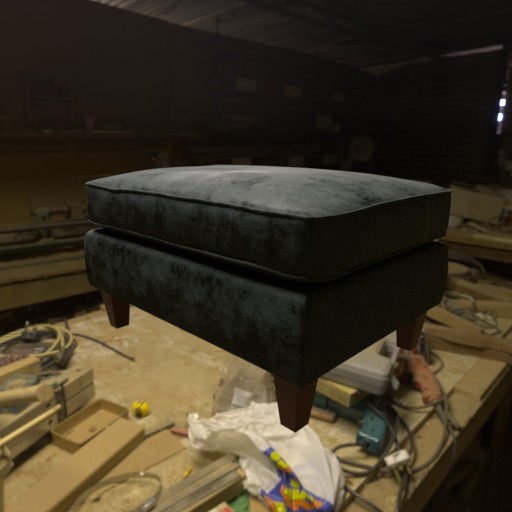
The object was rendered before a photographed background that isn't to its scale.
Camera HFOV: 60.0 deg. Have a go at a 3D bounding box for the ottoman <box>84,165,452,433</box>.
[{"bbox_3d":[0.000,0.000,1.264,0.864,0.495,0.632,14,20,43],"label":"ottoman"}]
